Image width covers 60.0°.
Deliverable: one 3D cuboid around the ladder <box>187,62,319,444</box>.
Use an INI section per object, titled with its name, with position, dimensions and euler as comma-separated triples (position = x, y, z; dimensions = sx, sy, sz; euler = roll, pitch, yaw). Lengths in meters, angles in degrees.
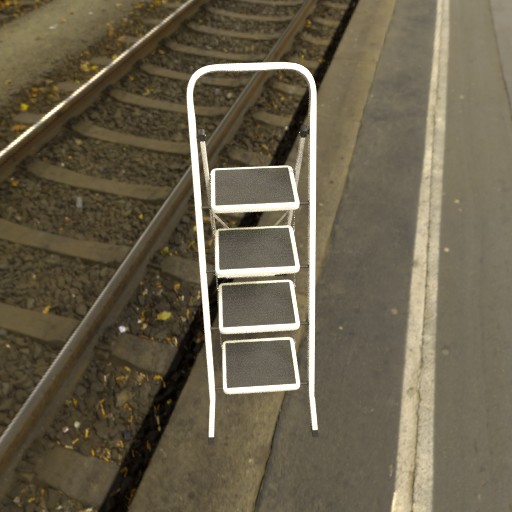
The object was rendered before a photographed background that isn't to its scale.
[ladder]
position = 0.000, 0.000, 1.691
dimensions = 0.460, 1.265, 0.914
euler = -3, 47, -3
